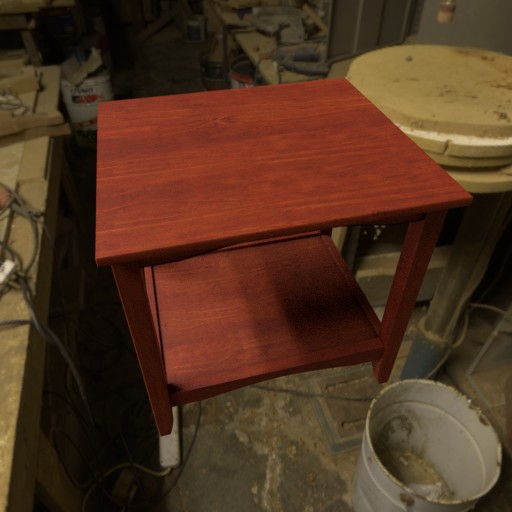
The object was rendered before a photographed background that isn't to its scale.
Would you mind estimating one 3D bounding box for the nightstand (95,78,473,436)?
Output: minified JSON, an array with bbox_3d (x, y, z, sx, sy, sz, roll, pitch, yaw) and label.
[{"bbox_3d":[0.000,0.000,0.990,0.558,0.558,0.501,-10,43,-11],"label":"nightstand"}]
